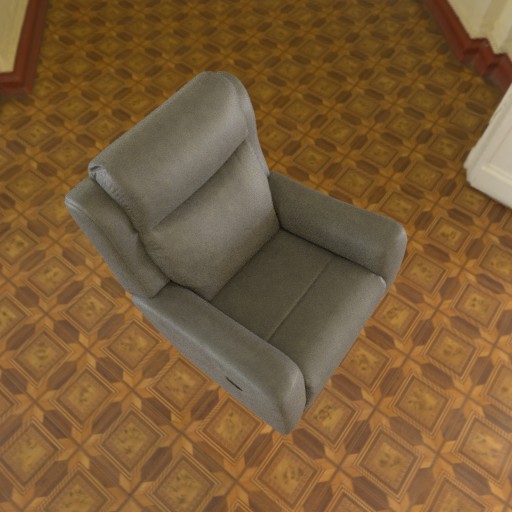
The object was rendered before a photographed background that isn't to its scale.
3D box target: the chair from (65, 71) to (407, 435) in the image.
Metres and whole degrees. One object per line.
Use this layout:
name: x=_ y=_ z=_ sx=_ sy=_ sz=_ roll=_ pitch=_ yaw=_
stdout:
chair: x=0.000 y=0.000 z=1.931 sx=1.068 sy=1.116 sz=0.965 roll=33 pitch=65 yaw=18
